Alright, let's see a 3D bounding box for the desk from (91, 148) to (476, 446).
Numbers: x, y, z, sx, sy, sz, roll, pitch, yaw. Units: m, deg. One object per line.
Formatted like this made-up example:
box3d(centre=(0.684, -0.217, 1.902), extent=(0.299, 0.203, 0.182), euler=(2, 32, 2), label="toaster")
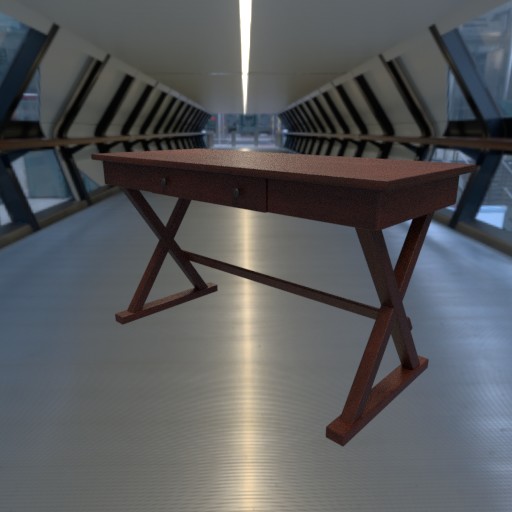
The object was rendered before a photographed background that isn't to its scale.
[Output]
box3d(centre=(0.000, 0.000, 1.765), extent=(1.372, 0.761, 0.600), euler=(15, 22, 41), label="desk")
